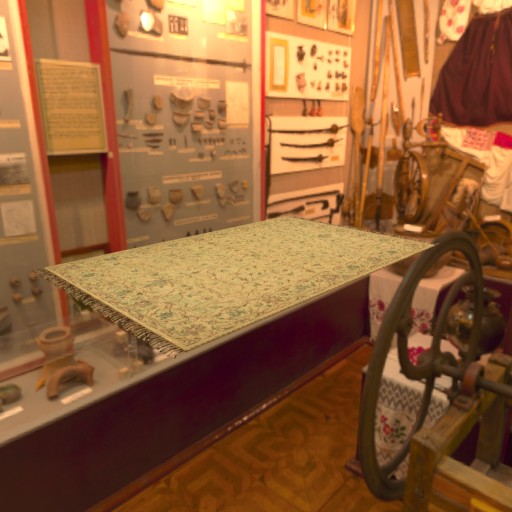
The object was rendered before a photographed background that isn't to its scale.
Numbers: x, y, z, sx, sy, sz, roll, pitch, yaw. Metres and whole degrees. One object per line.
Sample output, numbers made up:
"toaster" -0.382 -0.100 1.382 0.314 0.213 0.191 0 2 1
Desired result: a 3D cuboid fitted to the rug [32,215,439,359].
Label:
"rug" 0.000 0.000 3.064 2.435 0.010 1.544 -16 23 -42
